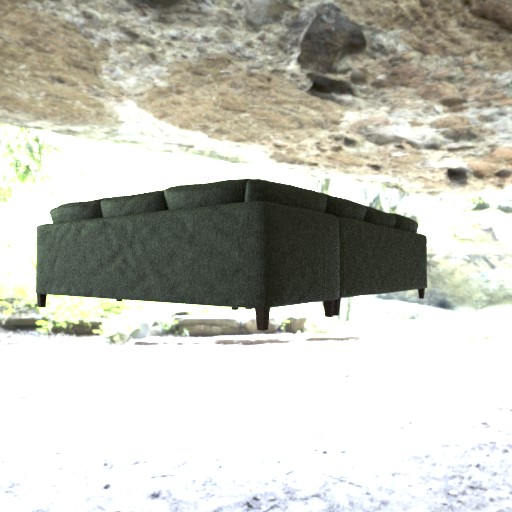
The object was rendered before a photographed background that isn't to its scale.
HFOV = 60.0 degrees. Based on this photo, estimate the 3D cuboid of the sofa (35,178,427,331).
[{"bbox_3d":[0.000,0.000,4.548,2.593,0.947,3.302,-1,-2,36],"label":"sofa"}]
